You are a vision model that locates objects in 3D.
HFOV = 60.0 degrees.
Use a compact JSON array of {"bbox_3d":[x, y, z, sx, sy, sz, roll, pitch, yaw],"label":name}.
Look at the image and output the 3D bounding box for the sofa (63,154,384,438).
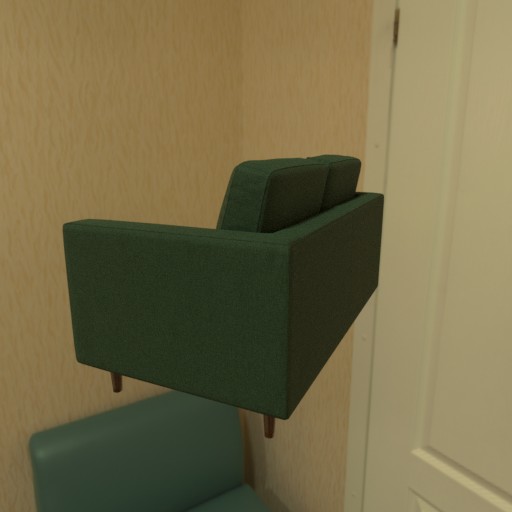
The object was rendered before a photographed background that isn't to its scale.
[{"bbox_3d":[0.000,0.000,2.029,0.879,0.899,1.430,7,15,25],"label":"sofa"}]
